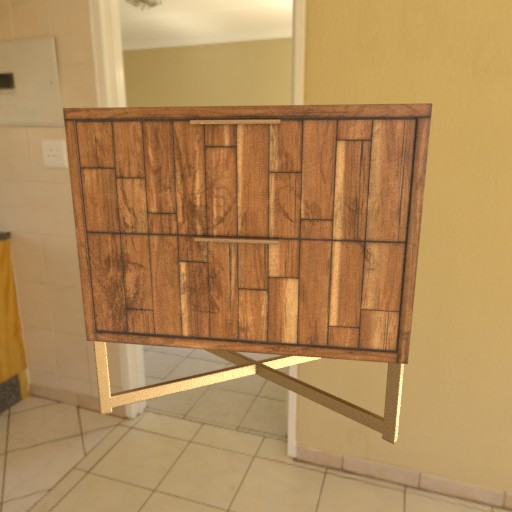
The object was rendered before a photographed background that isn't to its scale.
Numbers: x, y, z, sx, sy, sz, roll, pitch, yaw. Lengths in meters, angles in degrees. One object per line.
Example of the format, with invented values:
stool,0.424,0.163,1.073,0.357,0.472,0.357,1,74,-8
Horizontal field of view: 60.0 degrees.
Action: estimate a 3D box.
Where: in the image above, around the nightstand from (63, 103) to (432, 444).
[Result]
nightstand,0.000,0.000,0.996,0.610,0.610,0.446,2,15,9
